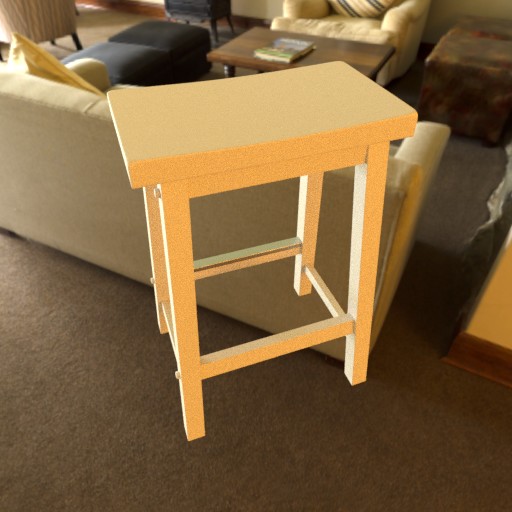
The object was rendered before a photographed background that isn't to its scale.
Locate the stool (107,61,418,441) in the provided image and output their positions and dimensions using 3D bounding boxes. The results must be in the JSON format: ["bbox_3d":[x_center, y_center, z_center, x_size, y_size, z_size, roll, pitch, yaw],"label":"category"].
[{"bbox_3d":[0.000,0.000,0.852,0.406,0.610,0.322,-14,44,-15],"label":"stool"}]
